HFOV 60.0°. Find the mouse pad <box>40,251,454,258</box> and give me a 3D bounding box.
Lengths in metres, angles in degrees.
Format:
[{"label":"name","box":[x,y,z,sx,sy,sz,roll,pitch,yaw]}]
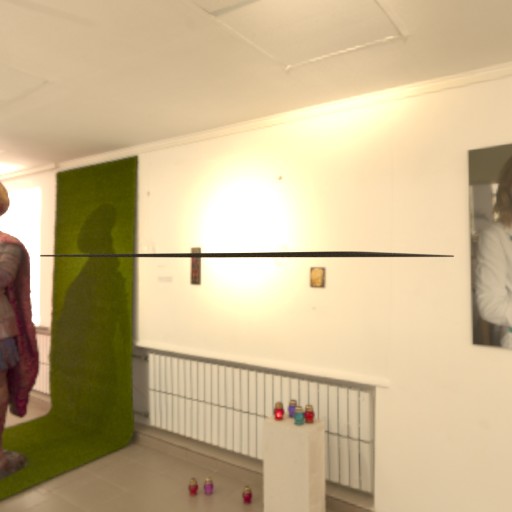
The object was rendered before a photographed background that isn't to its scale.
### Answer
[{"label":"mouse pad","box":[0.000,0.000,0.620,0.451,0.002,0.393,0,-1,35]}]
